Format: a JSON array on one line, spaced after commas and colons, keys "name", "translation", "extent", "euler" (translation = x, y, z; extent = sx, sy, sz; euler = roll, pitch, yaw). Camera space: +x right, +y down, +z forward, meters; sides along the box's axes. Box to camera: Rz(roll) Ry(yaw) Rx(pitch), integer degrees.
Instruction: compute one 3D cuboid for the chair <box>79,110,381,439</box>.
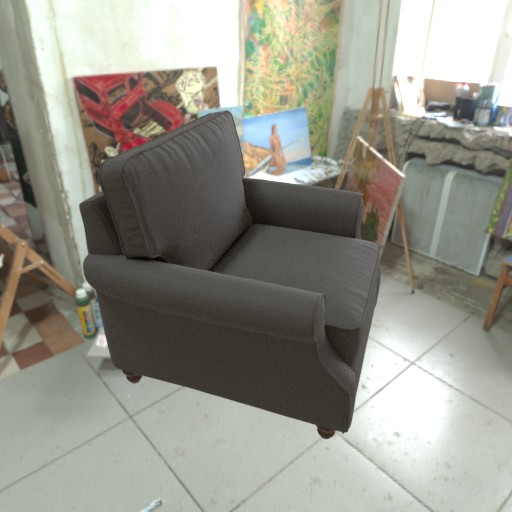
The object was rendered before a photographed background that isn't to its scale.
[{"name": "chair", "translation": [0.000, 0.000, 1.788], "extent": [0.966, 0.967, 1.029], "euler": [10, 31, 17]}]
